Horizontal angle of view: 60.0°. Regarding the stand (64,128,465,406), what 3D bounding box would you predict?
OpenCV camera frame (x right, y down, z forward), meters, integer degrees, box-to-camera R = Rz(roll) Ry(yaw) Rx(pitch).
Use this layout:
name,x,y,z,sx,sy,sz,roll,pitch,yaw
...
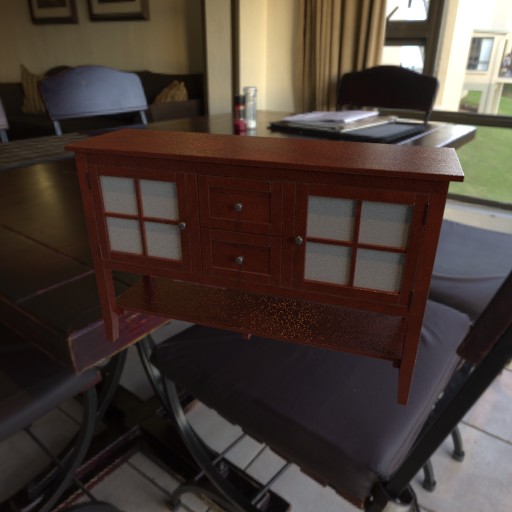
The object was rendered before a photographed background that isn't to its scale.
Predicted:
name,x,y,z,sx,sy,sz,roll,pitch,yaw
stand,0.000,0.000,1.790,1.362,0.872,0.410,8,26,16
